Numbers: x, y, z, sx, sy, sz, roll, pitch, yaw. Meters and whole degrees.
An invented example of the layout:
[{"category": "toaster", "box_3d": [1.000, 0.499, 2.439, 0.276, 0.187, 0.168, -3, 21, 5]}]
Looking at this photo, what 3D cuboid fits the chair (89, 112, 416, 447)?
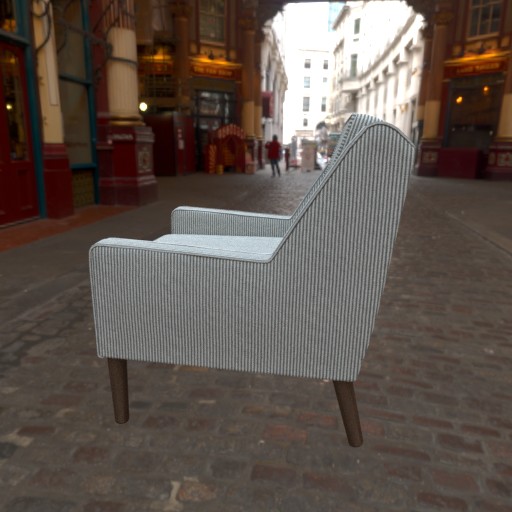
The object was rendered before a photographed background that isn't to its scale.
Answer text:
[{"category": "chair", "box_3d": [0.000, 0.000, 1.318, 0.743, 0.792, 0.663, 2, 14, 9]}]
